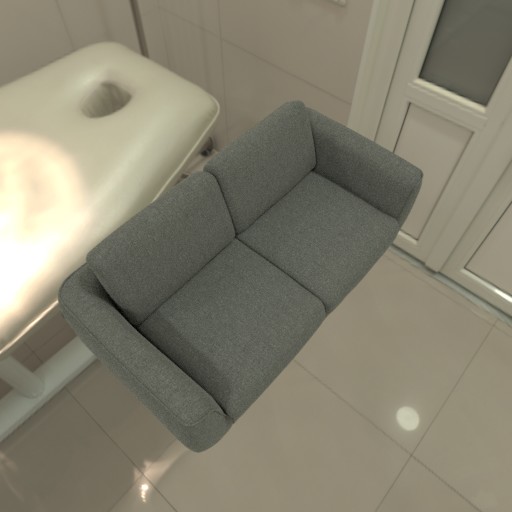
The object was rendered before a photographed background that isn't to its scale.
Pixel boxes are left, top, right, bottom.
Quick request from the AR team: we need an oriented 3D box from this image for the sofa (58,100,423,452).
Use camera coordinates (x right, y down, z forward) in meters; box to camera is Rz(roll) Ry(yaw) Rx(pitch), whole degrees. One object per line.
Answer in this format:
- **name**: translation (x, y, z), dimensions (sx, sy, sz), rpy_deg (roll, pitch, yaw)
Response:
- **sofa**: translation (0.000, 0.000, 2.208), dimensions (0.920, 0.870, 1.700), rpy_deg (36, 63, 22)
